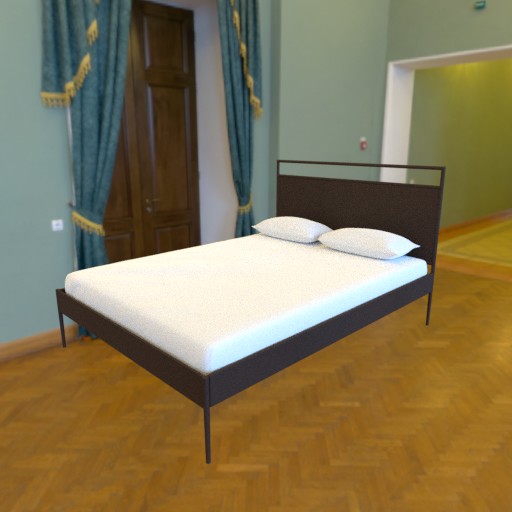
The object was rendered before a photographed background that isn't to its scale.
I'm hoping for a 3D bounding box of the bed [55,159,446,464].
[{"bbox_3d":[0.000,0.000,3.014,2.122,1.173,1.572,-14,20,-43],"label":"bed"}]
